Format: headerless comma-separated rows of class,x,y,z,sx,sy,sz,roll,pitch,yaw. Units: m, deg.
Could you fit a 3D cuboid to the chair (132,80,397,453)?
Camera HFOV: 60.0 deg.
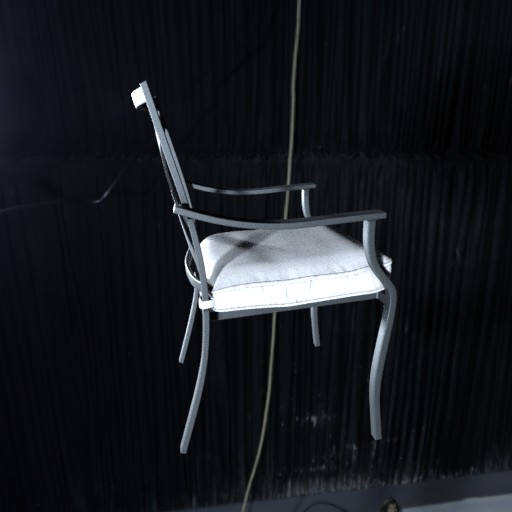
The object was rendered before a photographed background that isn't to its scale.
chair,0.000,0.000,1.274,0.620,0.889,0.575,-3,16,-9
